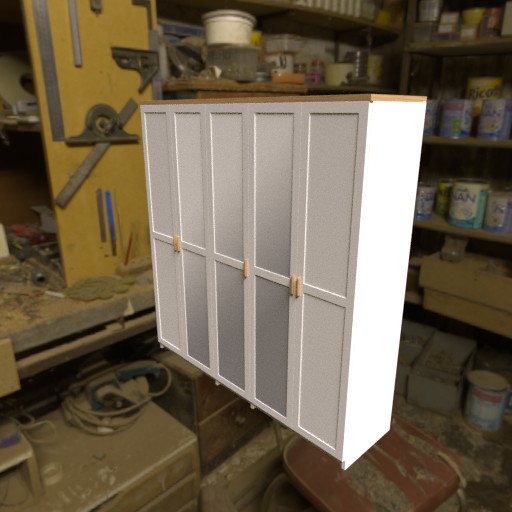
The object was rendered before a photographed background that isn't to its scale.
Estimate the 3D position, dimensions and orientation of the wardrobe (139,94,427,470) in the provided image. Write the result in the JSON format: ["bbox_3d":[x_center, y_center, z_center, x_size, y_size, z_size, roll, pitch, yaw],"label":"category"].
[{"bbox_3d":[0.000,0.000,3.389,0.590,2.260,2.160,-17,24,-41],"label":"wardrobe"}]
